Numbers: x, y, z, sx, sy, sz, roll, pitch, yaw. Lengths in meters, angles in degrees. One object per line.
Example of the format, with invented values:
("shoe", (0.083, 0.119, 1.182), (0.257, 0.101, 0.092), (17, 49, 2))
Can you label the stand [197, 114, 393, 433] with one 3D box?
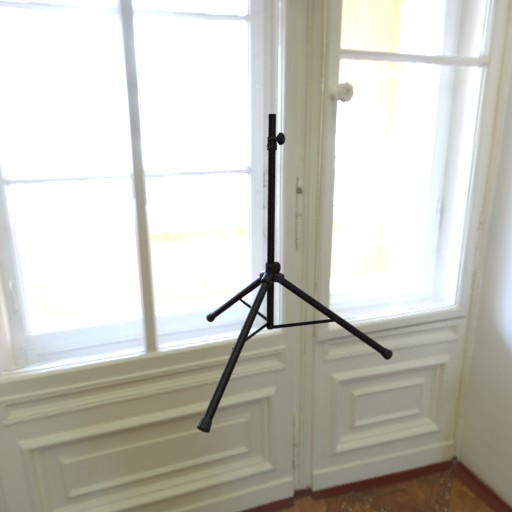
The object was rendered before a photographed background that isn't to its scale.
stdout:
("stand", (0.000, 0.000, 1.849), (1.045, 1.136, 0.907), (8, 18, 26))
